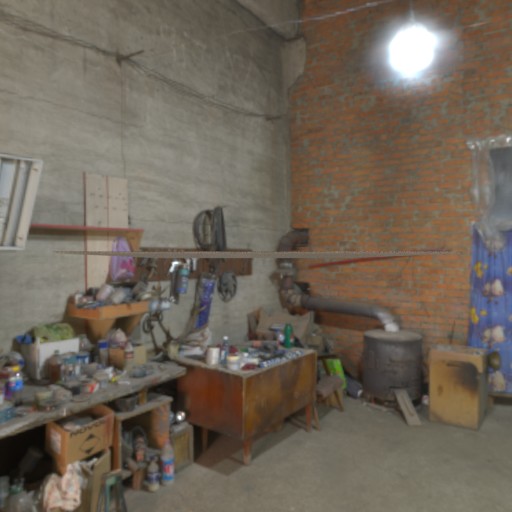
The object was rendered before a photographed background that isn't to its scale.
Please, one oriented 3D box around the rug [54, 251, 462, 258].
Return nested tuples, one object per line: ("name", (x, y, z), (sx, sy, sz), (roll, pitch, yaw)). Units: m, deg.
("rug", (0.000, 0.000, 4.153), (2.451, 0.011, 3.072), (0, -1, -1))
